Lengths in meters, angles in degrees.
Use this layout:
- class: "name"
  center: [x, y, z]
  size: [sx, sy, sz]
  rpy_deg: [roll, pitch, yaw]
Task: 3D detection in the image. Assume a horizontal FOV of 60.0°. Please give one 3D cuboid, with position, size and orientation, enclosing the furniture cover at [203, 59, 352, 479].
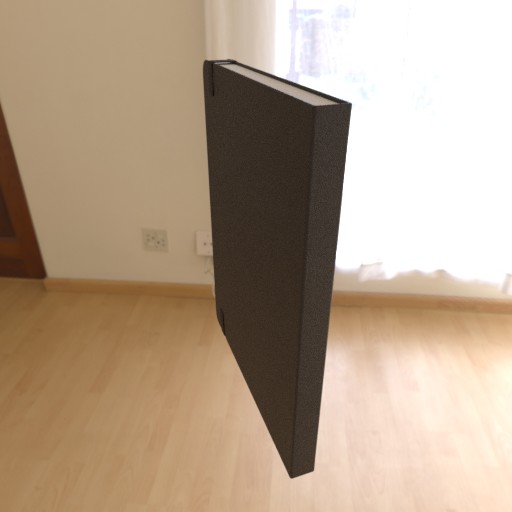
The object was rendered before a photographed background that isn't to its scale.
- class: "furniture cover"
  center: [0.000, 0.000, 0.366]
  size: [0.023, 0.281, 0.216]
  rpy_deg: [-10, 31, -17]
